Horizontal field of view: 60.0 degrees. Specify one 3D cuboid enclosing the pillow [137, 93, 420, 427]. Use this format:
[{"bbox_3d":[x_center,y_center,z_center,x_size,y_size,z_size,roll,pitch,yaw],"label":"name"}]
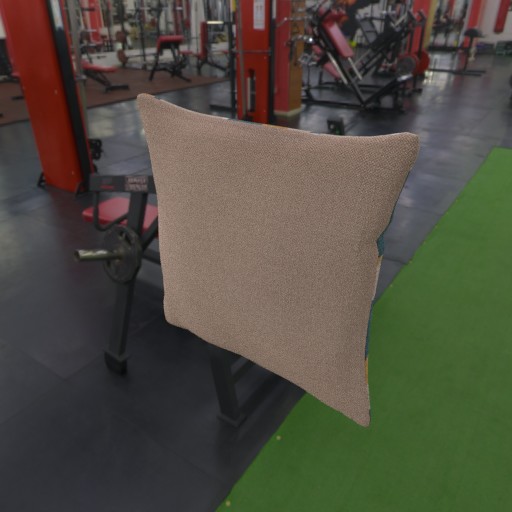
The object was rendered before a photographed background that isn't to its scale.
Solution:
[{"bbox_3d":[0.000,0.000,0.743,0.478,0.479,0.158,20,35,31],"label":"pillow"}]
